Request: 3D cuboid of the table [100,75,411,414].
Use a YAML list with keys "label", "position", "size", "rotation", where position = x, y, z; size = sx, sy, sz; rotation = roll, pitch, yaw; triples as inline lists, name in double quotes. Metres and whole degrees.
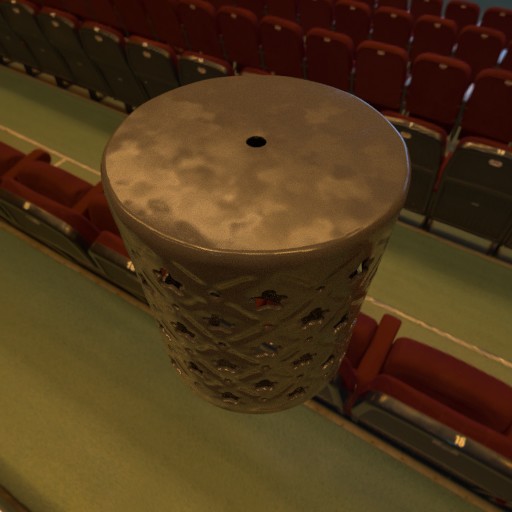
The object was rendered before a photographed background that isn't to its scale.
- label: "table"
  position: [0.000, 0.000, 0.645]
  size: [0.352, 0.387, 0.352]
  rotation: [0, 48, 0]
